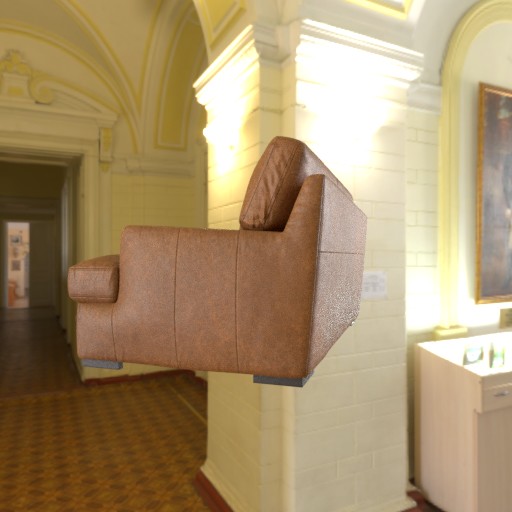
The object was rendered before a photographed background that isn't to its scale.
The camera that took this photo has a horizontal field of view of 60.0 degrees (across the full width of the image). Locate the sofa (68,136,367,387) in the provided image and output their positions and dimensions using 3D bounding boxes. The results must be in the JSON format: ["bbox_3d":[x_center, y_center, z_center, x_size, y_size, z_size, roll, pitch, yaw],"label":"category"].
[{"bbox_3d":[0.000,0.000,2.602,1.144,0.966,1.880,0,0,19],"label":"sofa"}]
